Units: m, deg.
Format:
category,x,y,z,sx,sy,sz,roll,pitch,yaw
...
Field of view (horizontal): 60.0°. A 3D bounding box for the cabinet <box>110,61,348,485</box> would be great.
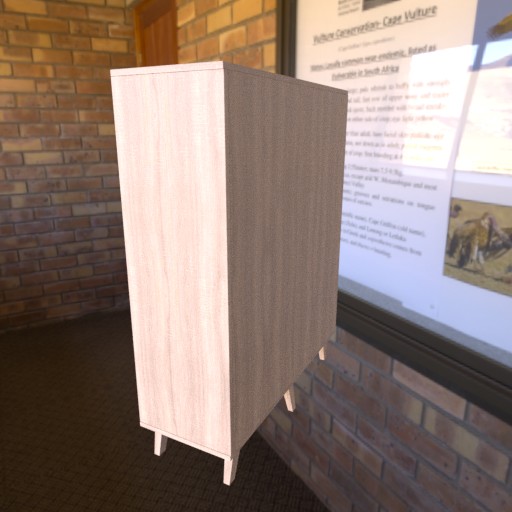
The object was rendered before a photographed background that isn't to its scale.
category,x,y,z,sx,sy,sz,roll,pitch,yaw
cabinet,0.000,0.000,1.897,0.398,1.388,1.111,8,18,27
